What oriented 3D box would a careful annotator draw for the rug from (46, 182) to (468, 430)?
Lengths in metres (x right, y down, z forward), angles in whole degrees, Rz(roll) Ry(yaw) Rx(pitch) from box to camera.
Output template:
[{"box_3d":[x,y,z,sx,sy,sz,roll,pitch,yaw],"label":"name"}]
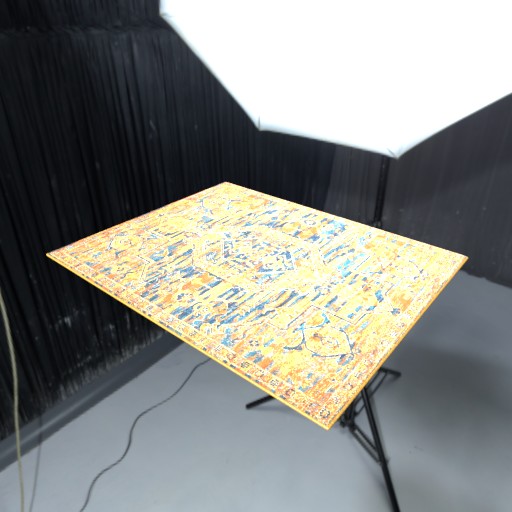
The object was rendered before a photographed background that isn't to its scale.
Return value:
[{"box_3d":[0.000,0.000,4.080,3.040,0.031,2.435,22,37,33],"label":"rug"}]
